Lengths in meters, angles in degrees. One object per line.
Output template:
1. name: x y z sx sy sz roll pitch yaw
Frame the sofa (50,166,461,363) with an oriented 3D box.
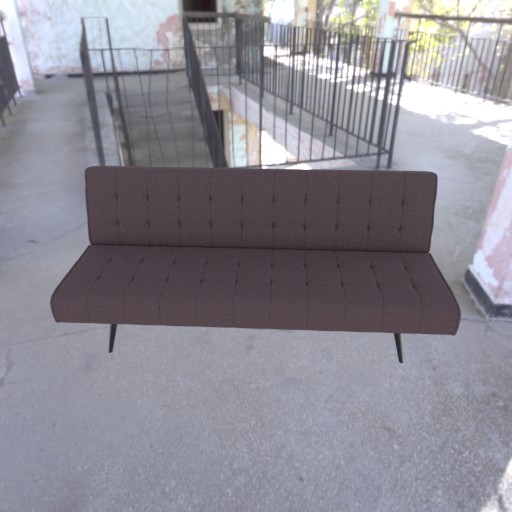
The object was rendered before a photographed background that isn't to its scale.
1. sofa: 0.000 0.000 2.126 1.703 0.699 0.747 1 30 2
